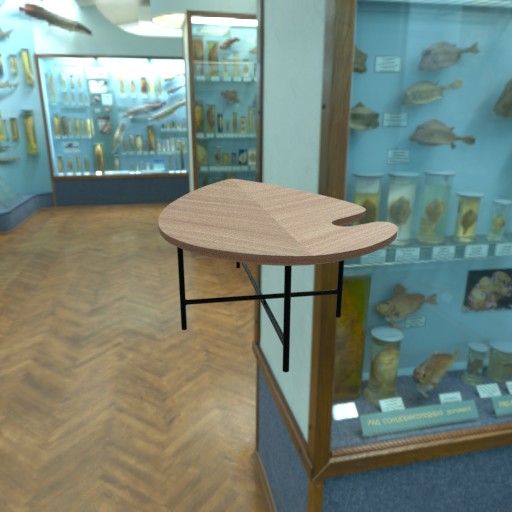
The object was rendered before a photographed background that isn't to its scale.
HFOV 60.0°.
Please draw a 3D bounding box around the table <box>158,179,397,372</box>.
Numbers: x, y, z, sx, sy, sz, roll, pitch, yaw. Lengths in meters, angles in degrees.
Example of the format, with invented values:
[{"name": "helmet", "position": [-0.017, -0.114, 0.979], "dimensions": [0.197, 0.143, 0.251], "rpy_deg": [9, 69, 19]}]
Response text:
[{"name": "table", "position": [0.000, 0.000, 1.465], "dimensions": [0.598, 0.360, 1.199], "rpy_deg": [-3, 17, -10]}]
